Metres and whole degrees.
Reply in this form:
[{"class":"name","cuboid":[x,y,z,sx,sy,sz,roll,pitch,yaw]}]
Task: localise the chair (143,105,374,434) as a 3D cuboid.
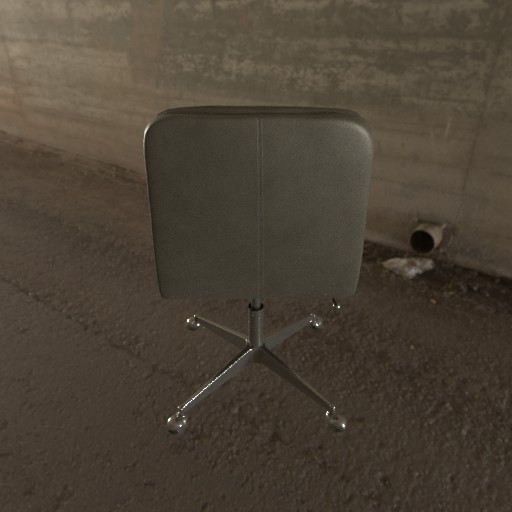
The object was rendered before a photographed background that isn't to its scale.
[{"class":"chair","cuboid":[0.000,0.000,1.018,0.422,0.738,0.485,-1,29,-1]}]
